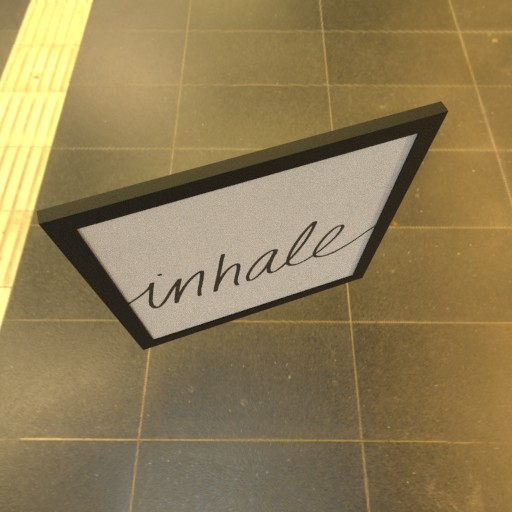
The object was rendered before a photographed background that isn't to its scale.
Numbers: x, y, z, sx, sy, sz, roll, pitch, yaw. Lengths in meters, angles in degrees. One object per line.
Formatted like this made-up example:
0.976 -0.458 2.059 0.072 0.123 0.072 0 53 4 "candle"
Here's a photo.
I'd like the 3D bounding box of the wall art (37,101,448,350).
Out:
0.000 0.000 0.525 0.356 0.356 0.013 -17 64 -9 "wall art"
